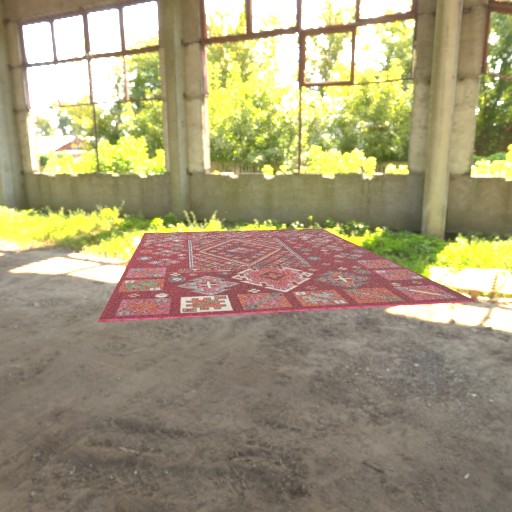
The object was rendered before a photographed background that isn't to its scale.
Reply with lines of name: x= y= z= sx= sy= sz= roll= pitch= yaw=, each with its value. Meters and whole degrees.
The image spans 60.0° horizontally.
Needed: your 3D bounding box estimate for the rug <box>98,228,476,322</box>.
rug: x=0.000 y=0.000 z=4.317 sx=2.389 sy=0.011 sz=3.306 roll=-2 pitch=12 yaw=-9
